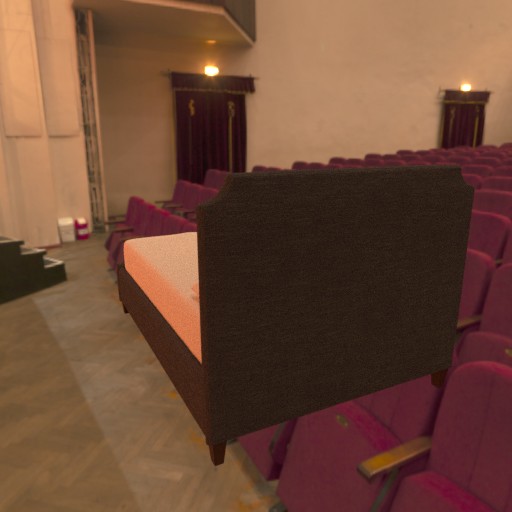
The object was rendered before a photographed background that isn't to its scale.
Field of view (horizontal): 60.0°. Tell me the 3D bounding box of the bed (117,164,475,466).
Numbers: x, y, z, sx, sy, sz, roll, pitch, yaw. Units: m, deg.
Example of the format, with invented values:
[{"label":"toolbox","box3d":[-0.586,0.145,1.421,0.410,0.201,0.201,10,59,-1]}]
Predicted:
[{"label":"bed","box3d":[0.000,0.000,3.356,1.713,1.443,2.372,-8,17,-26]}]
